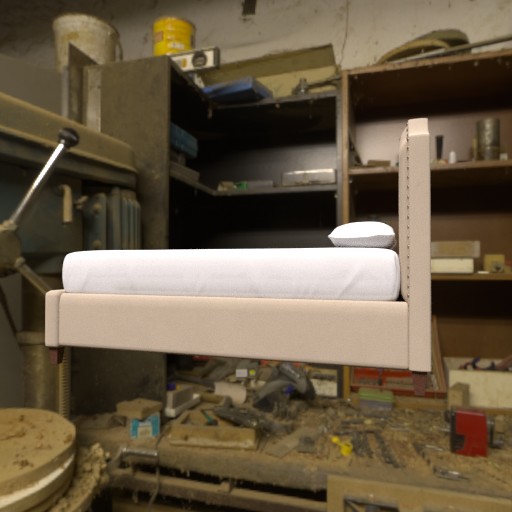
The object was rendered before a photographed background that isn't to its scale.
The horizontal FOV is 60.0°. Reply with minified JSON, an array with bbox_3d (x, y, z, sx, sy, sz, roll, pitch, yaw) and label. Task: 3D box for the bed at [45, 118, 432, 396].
[{"bbox_3d":[0.000,0.000,3.314,2.329,1.415,1.703,0,-1,18],"label":"bed"}]
